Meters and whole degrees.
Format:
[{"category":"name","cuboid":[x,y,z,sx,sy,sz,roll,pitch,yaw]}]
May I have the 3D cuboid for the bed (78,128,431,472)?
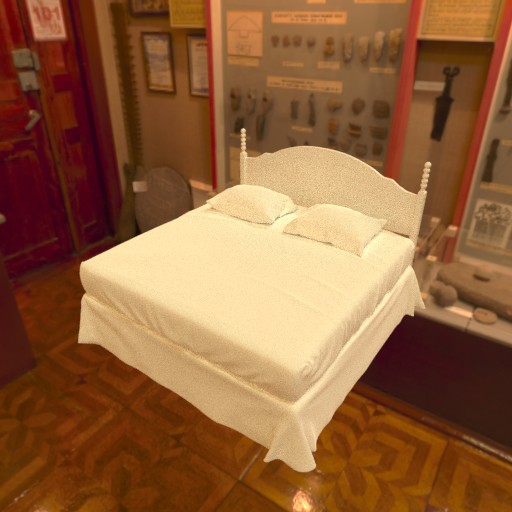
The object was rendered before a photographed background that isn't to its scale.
[{"category":"bed","cuboid":[0.000,0.000,3.593,2.322,1.355,2.219,20,35,31]}]
